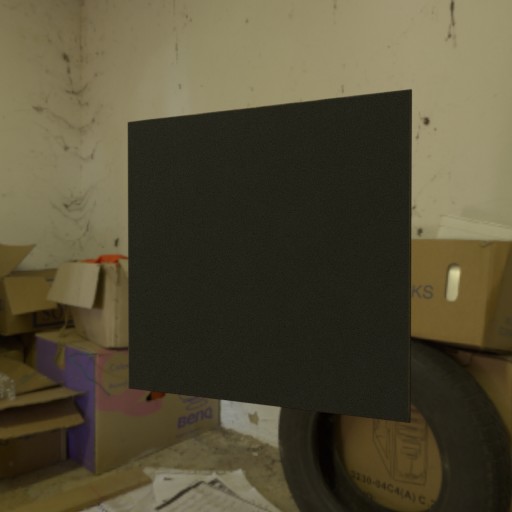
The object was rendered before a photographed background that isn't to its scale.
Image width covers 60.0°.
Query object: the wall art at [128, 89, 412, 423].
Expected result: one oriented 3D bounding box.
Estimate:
[{"bbox_3d":[0.000,0.000,0.460,0.304,0.303,0.015,0,1,20],"label":"wall art"}]
